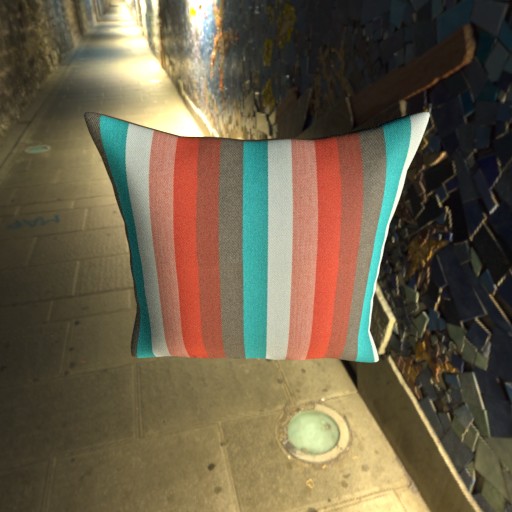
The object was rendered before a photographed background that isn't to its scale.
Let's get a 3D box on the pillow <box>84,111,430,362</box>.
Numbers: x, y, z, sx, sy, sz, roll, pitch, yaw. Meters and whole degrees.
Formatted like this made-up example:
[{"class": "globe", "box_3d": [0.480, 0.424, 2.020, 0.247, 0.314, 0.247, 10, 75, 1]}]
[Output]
[{"class": "pillow", "box_3d": [0.000, 0.000, 0.695, 0.453, 0.443, 0.168, 0, 31, 1]}]
